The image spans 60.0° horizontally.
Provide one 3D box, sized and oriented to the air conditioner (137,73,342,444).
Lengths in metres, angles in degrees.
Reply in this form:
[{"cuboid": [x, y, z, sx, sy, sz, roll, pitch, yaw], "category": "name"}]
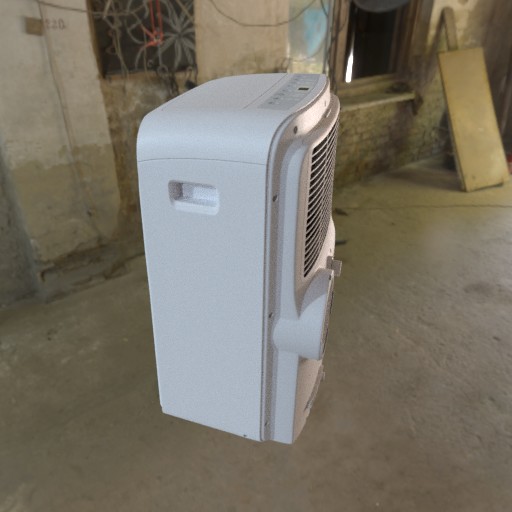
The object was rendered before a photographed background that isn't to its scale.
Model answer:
[{"cuboid": [0.000, 0.000, 0.961, 0.365, 0.700, 0.454, 8, 33, 13], "category": "air conditioner"}]
